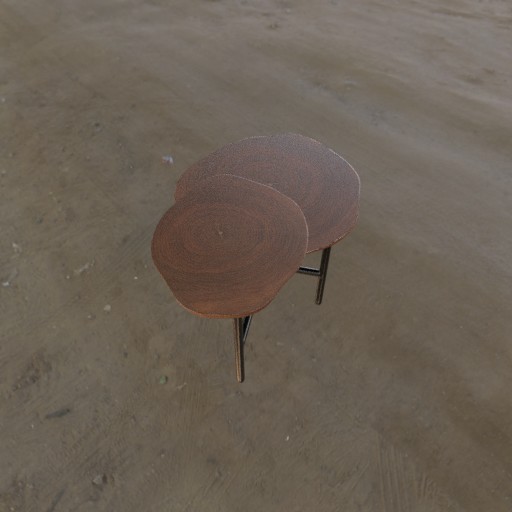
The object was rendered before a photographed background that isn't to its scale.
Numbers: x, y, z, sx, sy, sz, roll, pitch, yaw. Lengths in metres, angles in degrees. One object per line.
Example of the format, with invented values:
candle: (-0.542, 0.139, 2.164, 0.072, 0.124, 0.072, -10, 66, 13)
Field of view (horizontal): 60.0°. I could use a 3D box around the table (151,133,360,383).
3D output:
table: (0.000, 0.000, 1.078, 0.442, 0.538, 0.759, 10, 47, 10)
